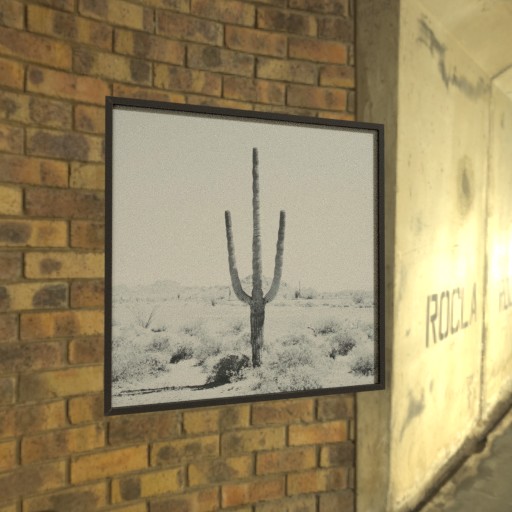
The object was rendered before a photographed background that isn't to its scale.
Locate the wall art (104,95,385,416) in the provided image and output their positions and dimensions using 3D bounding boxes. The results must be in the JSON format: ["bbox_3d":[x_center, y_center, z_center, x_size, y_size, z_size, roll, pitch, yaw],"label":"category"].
[{"bbox_3d":[0.000,0.000,1.180,0.762,0.762,0.038,0,-1,-17],"label":"wall art"}]
